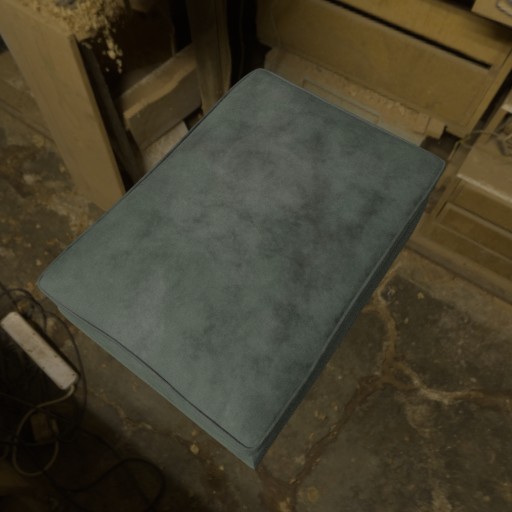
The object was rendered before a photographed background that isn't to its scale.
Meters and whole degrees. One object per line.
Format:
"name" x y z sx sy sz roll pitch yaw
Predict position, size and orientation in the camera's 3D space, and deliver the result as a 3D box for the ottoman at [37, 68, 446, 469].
"ottoman" 0.000 0.000 1.220 0.632 0.495 0.864 33 68 15
